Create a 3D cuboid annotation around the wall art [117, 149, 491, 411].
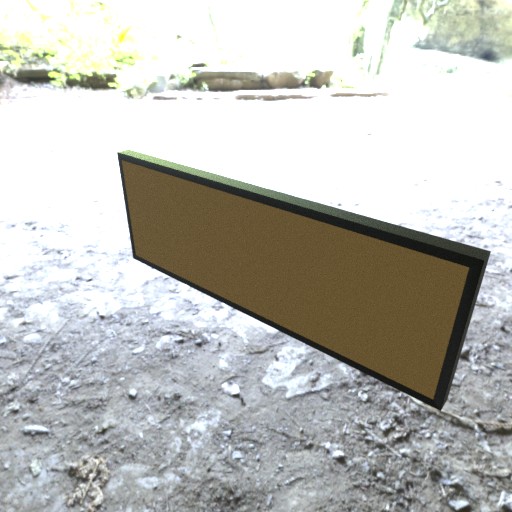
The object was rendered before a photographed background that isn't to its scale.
[{"bbox_3d":[0.000,0.000,0.949,0.860,0.303,0.037,22,36,33],"label":"wall art"}]
